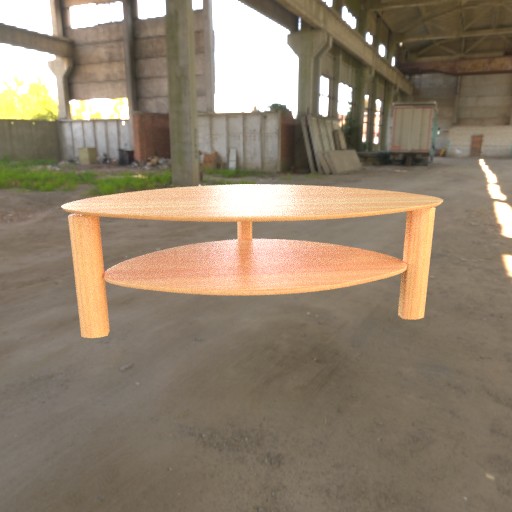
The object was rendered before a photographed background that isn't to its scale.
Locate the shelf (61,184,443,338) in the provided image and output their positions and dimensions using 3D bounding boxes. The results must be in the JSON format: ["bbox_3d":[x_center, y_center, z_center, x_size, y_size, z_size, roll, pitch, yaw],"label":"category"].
[{"bbox_3d":[0.000,0.000,1.631,1.246,0.440,0.845,-2,15,-8],"label":"shelf"}]
